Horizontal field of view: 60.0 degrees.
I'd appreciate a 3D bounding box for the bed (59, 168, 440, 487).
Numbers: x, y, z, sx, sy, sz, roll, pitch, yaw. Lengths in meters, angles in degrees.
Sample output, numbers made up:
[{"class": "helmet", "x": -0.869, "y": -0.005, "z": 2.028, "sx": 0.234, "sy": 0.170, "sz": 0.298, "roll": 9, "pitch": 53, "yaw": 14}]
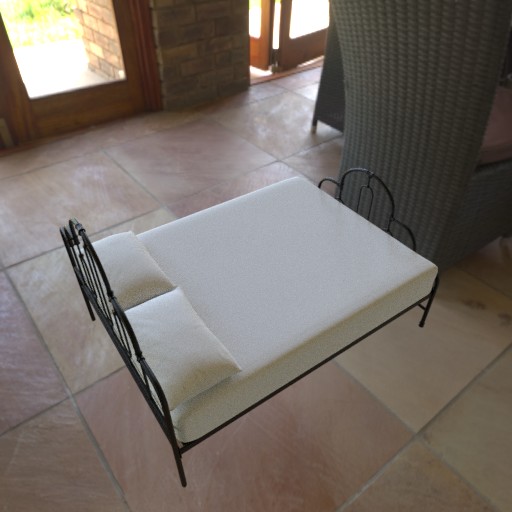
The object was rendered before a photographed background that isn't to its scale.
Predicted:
[{"class": "bed", "x": 0.000, "y": 0.000, "z": 3.142, "sx": 2.181, "sy": 1.444, "sz": 1.626, "roll": -24, "pitch": 46, "yaw": -26}]
